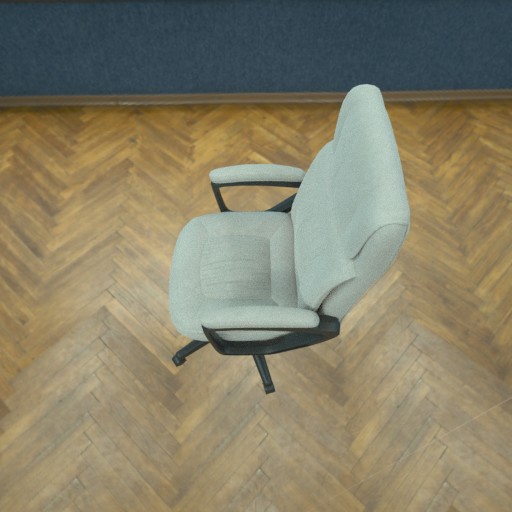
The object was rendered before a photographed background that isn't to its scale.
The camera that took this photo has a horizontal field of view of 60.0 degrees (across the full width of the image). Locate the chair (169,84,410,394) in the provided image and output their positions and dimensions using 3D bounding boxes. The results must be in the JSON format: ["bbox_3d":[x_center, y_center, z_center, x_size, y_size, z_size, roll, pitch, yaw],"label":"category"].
[{"bbox_3d":[0.000,0.000,1.551,0.724,1.105,0.667,0,57,0],"label":"chair"}]
